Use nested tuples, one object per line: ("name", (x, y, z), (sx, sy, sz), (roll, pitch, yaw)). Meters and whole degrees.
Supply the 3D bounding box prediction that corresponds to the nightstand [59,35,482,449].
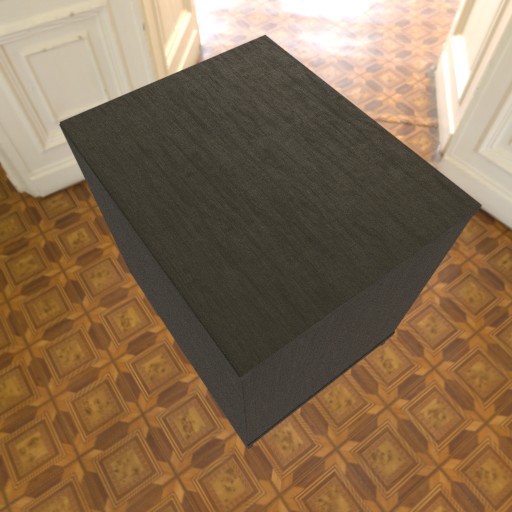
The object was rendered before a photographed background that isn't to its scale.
("nightstand", (0.000, 0.000, 0.746), (0.347, 0.448, 0.427), (-32, 63, -18))
